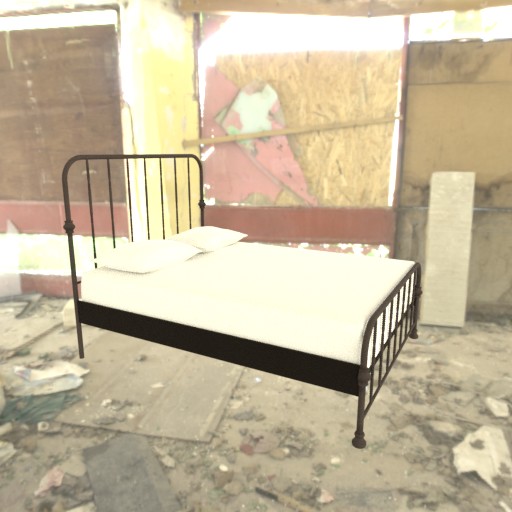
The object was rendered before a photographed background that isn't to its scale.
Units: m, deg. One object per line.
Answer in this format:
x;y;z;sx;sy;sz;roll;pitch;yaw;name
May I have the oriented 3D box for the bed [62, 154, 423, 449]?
0.000;0.000;3.246;2.134;1.446;1.616;7;15;28;bed
